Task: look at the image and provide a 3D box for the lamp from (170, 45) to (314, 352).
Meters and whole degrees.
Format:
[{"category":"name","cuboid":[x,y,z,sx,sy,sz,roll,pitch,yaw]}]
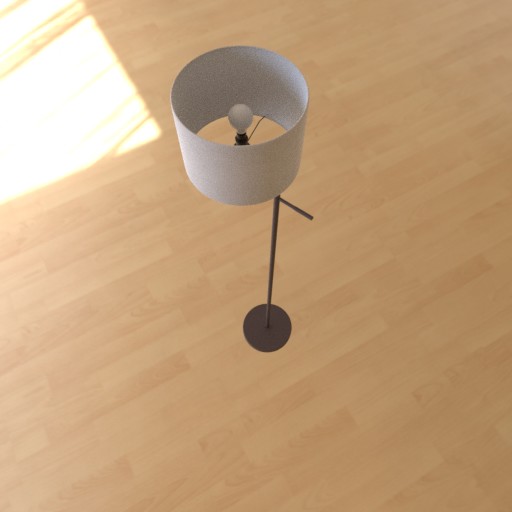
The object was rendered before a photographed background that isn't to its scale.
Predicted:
[{"category":"lamp","cuboid":[0.000,0.000,1.733,0.416,1.600,0.324,33,68,15]}]
